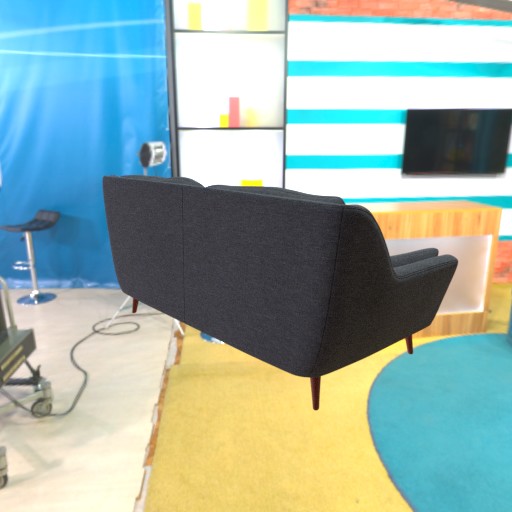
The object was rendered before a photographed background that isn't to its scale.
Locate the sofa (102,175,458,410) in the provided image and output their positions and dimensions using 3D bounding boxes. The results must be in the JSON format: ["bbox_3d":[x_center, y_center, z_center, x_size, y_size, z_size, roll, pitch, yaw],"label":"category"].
[{"bbox_3d":[0.000,0.000,2.518,0.975,0.896,1.929,-14,20,-43],"label":"sofa"}]
